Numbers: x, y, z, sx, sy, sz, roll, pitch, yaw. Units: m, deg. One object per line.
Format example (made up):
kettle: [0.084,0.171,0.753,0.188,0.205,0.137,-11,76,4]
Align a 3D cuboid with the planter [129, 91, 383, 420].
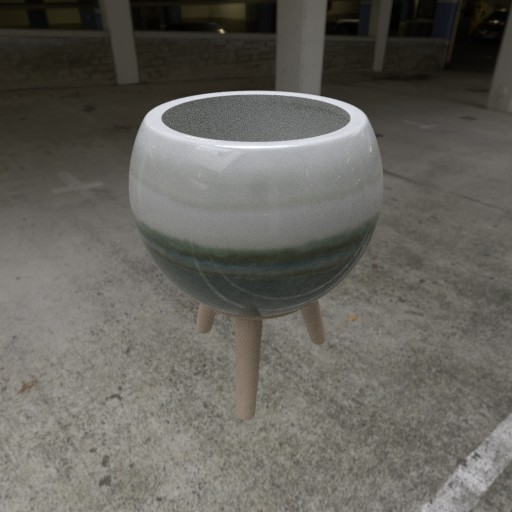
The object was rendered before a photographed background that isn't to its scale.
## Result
planter: [0.000,0.000,0.438,0.222,0.278,0.222,0,31,0]
